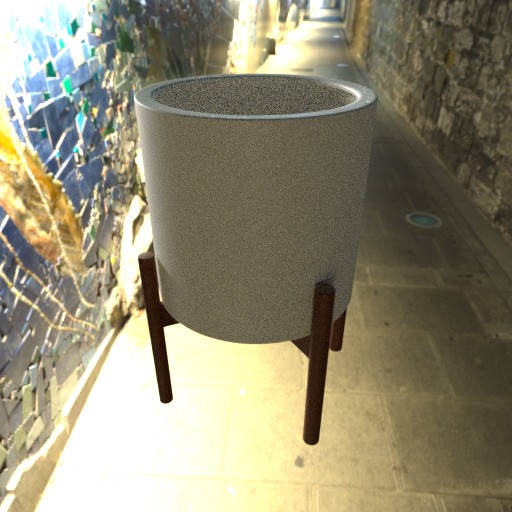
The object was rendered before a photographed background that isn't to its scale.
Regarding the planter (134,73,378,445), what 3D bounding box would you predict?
[{"bbox_3d":[0.000,0.000,0.947,0.417,0.670,0.417,9,32,15],"label":"planter"}]
